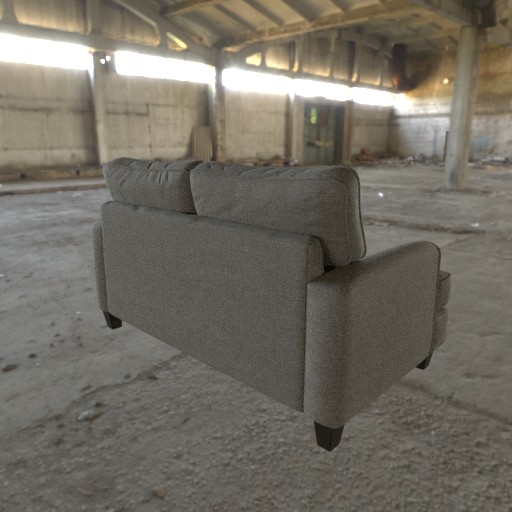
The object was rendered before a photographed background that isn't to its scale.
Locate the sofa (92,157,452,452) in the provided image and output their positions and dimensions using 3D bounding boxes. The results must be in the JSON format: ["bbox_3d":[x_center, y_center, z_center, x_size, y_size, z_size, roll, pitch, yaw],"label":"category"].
[{"bbox_3d":[0.000,0.000,2.230,1.651,0.965,0.965,13,20,42],"label":"sofa"}]
